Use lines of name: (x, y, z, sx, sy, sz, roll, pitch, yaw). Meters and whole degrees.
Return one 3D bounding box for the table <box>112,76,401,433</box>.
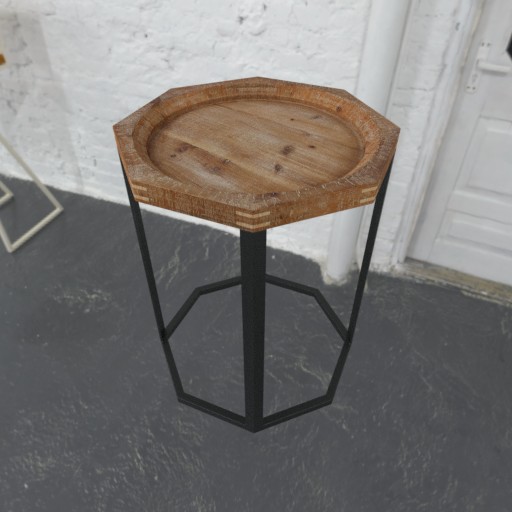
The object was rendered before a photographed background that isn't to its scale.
table: (0.000, 0.000, 0.882, 0.458, 0.543, 0.458, 1, 41, 1)
